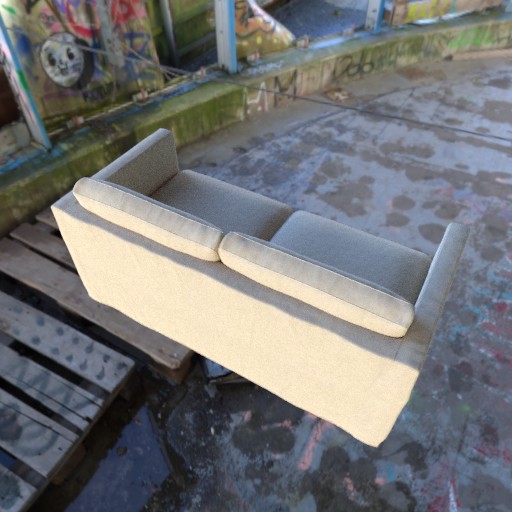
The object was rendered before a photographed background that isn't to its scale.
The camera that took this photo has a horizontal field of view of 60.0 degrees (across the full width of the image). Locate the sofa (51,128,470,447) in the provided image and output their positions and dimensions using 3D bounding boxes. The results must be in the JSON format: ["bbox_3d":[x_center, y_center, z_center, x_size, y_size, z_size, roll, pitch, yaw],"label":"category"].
[{"bbox_3d":[0.000,0.000,2.436,1.959,0.835,0.962,22,50,20],"label":"sofa"}]
